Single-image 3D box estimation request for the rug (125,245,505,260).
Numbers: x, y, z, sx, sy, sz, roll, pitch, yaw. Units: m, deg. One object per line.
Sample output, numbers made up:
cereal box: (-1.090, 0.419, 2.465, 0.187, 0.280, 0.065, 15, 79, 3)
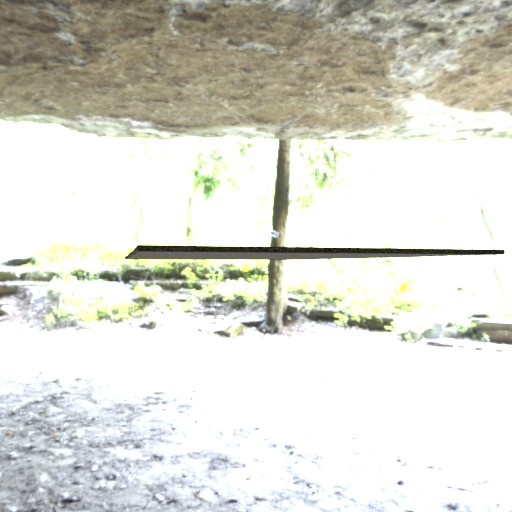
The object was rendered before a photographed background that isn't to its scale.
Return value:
rug: (0.000, 0.000, 3.251, 1.802, 0.026, 2.699, 0, -1, -17)
